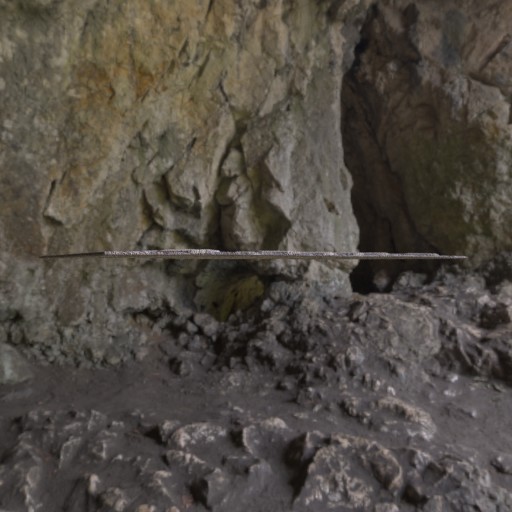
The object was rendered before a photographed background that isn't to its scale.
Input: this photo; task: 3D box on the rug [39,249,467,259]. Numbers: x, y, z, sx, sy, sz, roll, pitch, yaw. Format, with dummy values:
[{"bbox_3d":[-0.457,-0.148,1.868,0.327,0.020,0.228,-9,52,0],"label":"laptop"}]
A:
[{"bbox_3d":[0.000,0.000,2.859,2.333,0.033,1.513,1,-1,-34],"label":"rug"}]
